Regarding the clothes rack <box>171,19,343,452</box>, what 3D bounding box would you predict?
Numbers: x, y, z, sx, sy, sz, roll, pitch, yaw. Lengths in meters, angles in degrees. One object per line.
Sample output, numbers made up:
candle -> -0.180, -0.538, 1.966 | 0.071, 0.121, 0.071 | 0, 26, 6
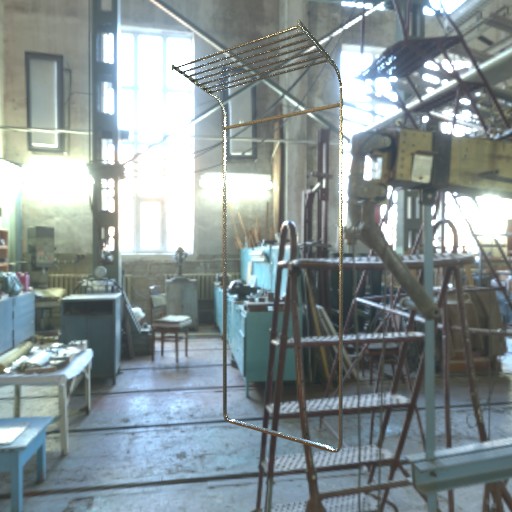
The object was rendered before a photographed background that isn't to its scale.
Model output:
clothes rack -> 0.000, 0.000, 1.793 | 0.609, 1.574, 0.349 | 1, 1, 35
